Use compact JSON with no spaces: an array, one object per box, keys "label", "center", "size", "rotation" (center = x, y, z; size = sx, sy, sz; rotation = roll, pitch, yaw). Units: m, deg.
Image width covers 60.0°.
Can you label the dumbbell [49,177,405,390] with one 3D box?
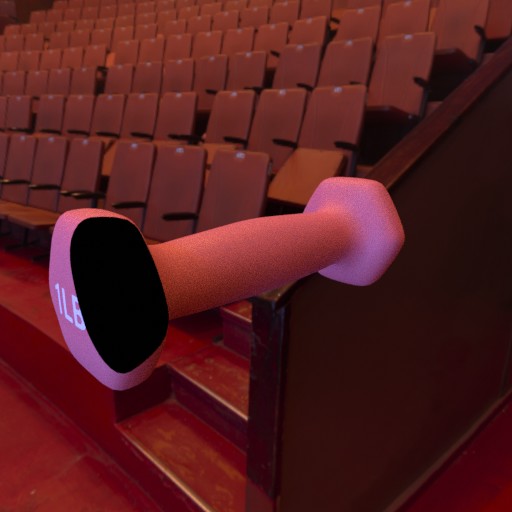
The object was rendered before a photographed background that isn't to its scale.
[{"label":"dumbbell","center":[0.000,0.000,0.146],"size":[0.123,0.043,0.047],"rotation":[-15,22,-42]}]
